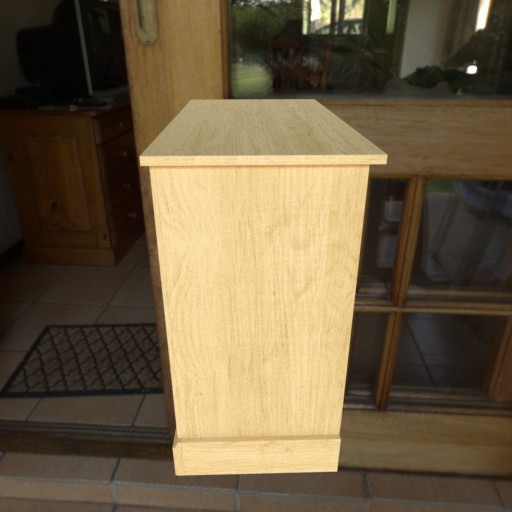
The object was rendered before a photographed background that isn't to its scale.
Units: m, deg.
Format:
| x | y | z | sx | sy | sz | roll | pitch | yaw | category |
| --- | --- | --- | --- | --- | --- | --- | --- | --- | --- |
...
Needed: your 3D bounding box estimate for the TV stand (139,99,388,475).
| x | y | z | sx | sy | sz | roll | pitch | yaw | category |
| --- | --- | --- | --- | --- | --- | --- | --- | --- | --- |
| 0.000 | 0.000 | 1.311 | 0.430 | 0.787 | 0.851 | -1 | 26 | -1 | TV stand |
